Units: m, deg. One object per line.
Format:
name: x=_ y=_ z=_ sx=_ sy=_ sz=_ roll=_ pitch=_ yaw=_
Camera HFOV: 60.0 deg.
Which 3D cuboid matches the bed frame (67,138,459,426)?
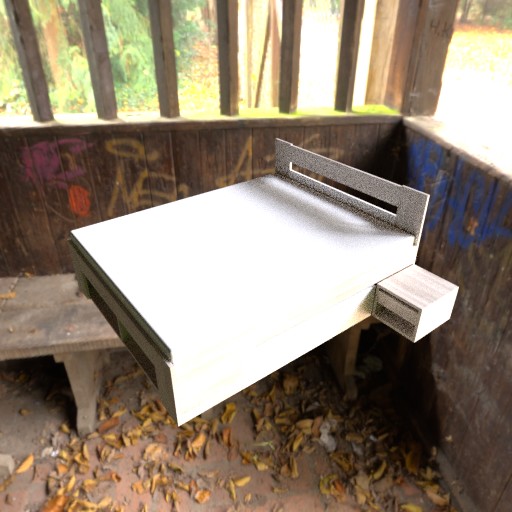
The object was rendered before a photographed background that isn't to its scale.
bed frame: x=0.000 y=0.000 z=3.203 sx=2.050 sy=0.860 sz=2.040 roll=-22 pitch=38 yaw=-31
